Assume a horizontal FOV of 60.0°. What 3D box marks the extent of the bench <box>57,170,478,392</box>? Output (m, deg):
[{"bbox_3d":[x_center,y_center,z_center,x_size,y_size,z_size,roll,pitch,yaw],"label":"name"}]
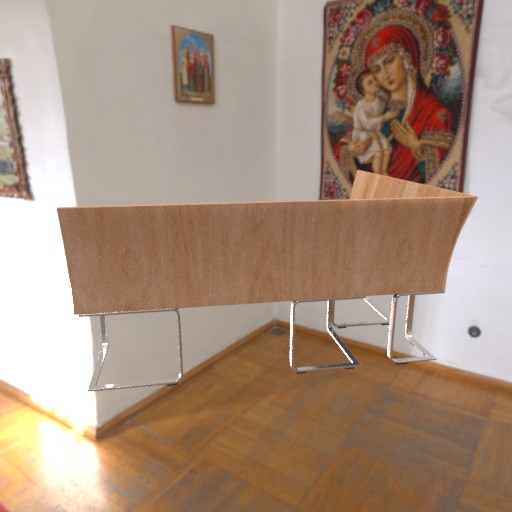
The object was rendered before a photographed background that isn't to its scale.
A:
[{"bbox_3d":[0.000,0.000,2.840,1.945,0.930,1.495,-3,16,-9],"label":"bench"}]
